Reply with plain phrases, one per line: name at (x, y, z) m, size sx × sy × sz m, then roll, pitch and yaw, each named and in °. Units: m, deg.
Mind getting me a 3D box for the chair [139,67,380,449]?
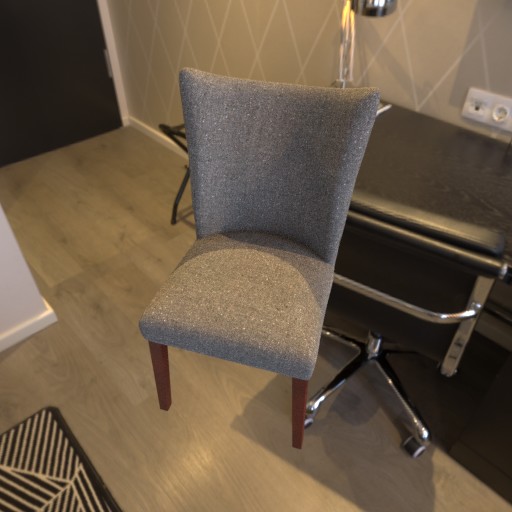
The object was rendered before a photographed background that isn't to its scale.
chair at (0.000, 0.000, 1.312) m, size 0.535 × 0.924 × 0.623 m, roll 11°, pitch 42°, yaw 13°
